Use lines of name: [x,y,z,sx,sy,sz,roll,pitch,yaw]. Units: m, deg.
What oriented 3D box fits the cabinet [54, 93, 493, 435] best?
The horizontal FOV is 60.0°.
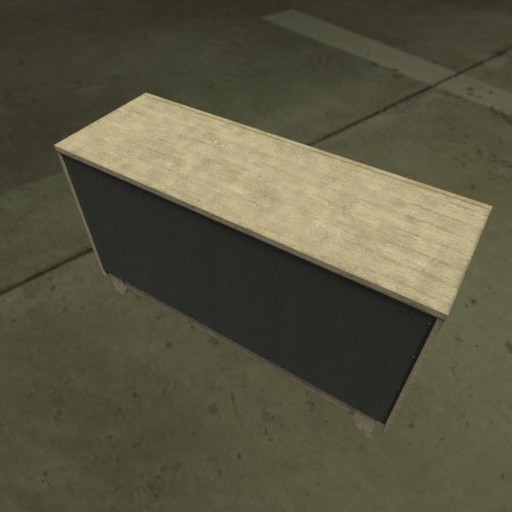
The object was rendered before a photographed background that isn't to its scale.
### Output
cabinet: [0.000,0.000,1.824,1.460,0.825,0.511,24,51,22]
